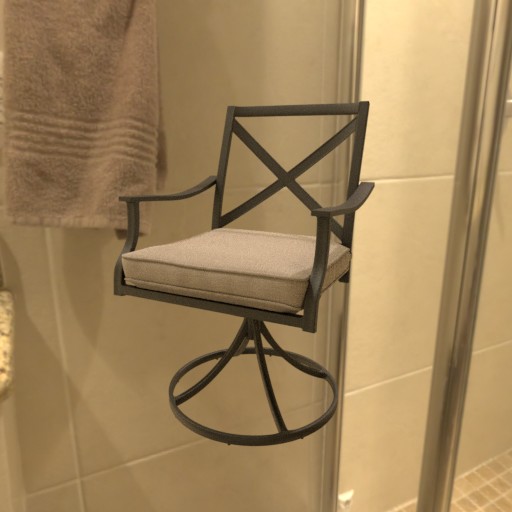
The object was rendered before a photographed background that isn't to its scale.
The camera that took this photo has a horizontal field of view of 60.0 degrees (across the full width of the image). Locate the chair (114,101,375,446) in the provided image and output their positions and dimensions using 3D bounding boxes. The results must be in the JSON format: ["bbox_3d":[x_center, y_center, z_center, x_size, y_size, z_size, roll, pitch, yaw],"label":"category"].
[{"bbox_3d":[0.000,0.000,1.308,0.575,0.889,0.620,7,17,25],"label":"chair"}]
